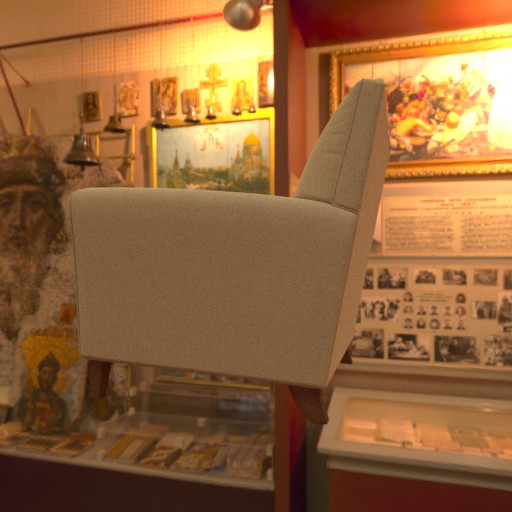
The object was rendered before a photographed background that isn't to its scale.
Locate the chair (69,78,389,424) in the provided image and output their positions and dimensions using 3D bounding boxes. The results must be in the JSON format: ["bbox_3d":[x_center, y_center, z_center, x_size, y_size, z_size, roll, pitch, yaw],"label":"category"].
[{"bbox_3d":[0.000,0.000,1.527,0.871,0.846,0.840,0,0,18],"label":"chair"}]
